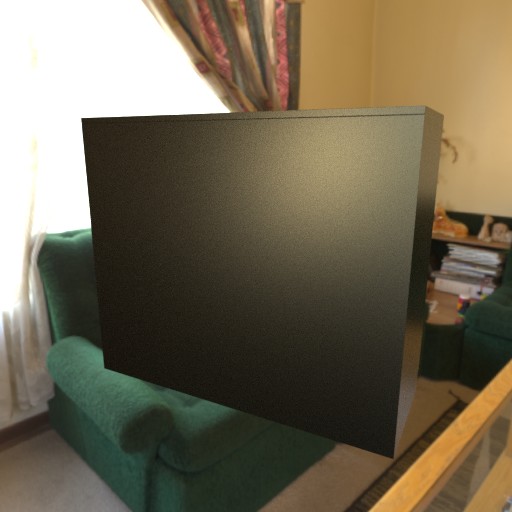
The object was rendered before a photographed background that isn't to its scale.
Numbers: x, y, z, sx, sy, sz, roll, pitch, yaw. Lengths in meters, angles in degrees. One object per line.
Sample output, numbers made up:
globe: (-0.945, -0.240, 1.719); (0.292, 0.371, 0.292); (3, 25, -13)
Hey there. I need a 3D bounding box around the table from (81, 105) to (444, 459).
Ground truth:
table: (0.000, 0.000, 1.316); (0.930, 0.790, 0.380); (7, 16, 27)
